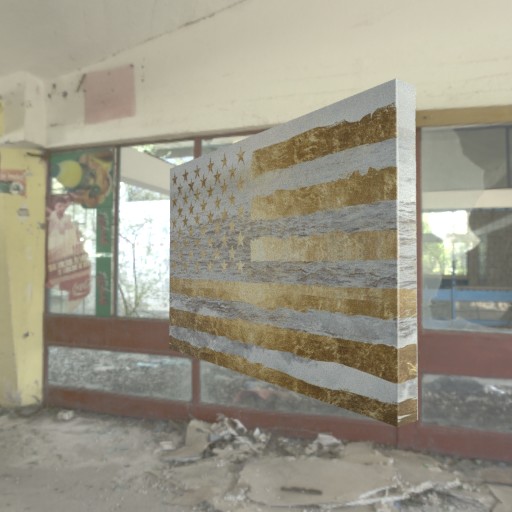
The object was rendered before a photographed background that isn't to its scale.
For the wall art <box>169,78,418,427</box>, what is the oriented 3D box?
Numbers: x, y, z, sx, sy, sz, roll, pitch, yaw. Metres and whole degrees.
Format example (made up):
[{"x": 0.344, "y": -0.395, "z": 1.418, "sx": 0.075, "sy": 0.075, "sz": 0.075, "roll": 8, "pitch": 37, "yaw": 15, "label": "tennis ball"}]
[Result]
[{"x": 0.000, "y": 0.000, "z": 0.771, "sx": 0.041, "sy": 0.407, "sz": 0.606, "roll": 1, "pitch": -2, "yaw": -37, "label": "wall art"}]
